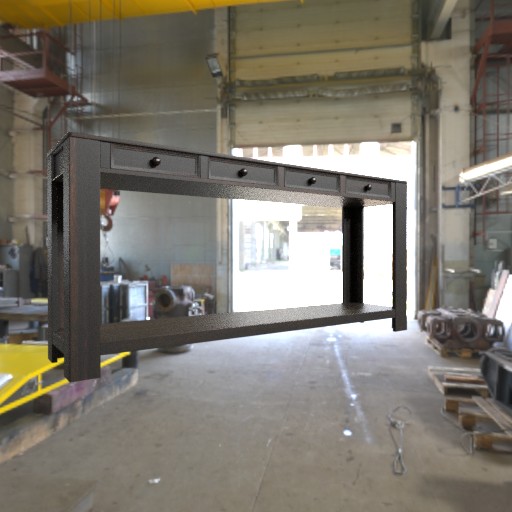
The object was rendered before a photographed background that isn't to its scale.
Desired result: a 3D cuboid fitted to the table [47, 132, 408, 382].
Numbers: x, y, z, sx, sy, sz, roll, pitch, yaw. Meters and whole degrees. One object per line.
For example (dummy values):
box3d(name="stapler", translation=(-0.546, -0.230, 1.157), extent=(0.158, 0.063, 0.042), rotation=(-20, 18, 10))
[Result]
box3d(name="table", translation=(0.000, 0.000, 1.956), extent=(1.631, 0.762, 0.384), rotation=(0, 0, -34))
